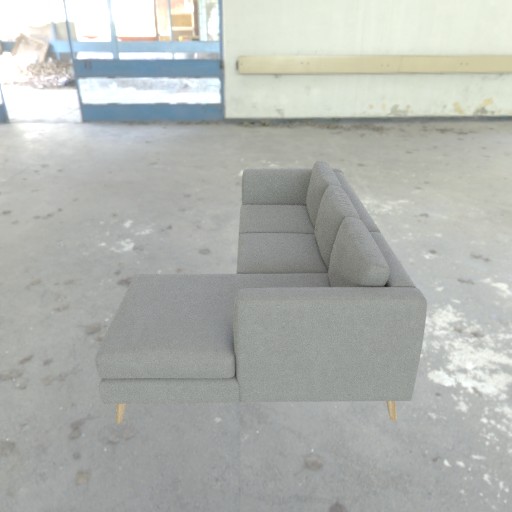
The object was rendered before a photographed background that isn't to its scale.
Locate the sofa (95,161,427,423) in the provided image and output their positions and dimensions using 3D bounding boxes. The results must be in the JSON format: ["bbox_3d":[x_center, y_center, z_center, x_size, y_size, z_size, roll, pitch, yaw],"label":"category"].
[{"bbox_3d":[0.000,0.000,3.131,1.580,0.860,2.300,0,27,-1],"label":"sofa"}]
